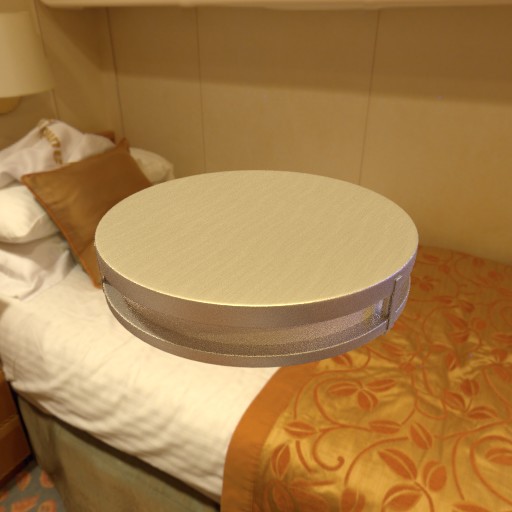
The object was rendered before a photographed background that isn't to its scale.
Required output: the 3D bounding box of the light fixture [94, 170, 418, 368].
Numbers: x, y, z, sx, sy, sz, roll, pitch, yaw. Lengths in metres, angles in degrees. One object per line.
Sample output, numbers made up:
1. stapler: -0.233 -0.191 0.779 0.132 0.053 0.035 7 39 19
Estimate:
1. light fixture: 0.000 0.000 0.532 0.356 0.102 0.356 0 28 0
